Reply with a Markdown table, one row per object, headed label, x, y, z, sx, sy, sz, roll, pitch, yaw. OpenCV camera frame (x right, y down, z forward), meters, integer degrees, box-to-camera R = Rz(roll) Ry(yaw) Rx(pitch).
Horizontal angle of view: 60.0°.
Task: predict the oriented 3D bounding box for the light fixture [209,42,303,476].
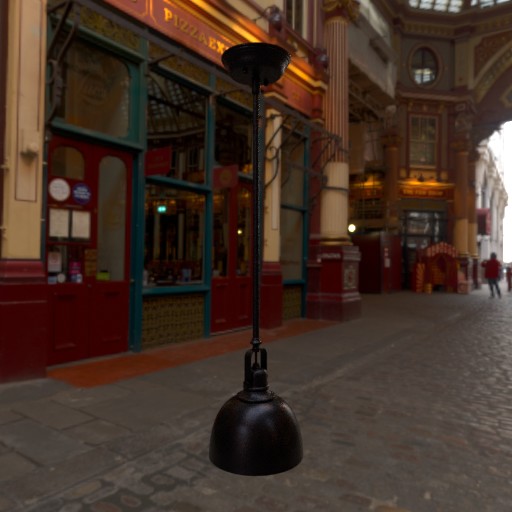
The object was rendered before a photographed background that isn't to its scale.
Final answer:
| label | x | y | z | sx | sy | sz | roll | pitch | yaw |
| --- | --- | --- | --- | --- | --- | --- | --- | --- | --- |
| light fixture | 0.000 | 0.000 | 0.861 | 0.182 | 0.768 | 0.182 | 0 | -1 | 35 |
